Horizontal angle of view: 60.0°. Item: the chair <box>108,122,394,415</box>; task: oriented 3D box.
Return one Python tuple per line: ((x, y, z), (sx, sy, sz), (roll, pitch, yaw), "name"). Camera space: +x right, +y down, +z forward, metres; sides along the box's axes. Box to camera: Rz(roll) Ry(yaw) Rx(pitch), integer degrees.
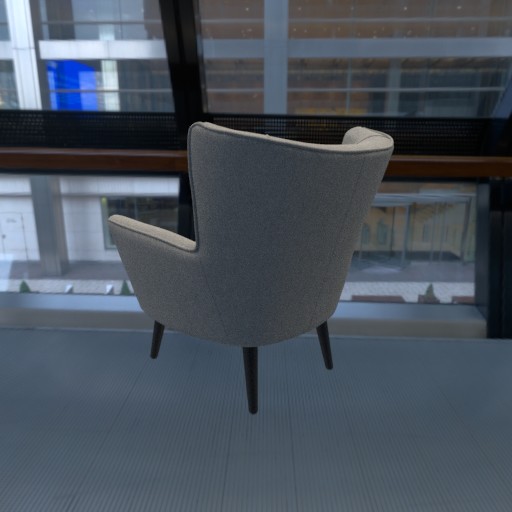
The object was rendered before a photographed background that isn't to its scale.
((0.000, 0.000, 1.654), (0.781, 0.933, 0.888), (-14, 20, -42), "chair")
